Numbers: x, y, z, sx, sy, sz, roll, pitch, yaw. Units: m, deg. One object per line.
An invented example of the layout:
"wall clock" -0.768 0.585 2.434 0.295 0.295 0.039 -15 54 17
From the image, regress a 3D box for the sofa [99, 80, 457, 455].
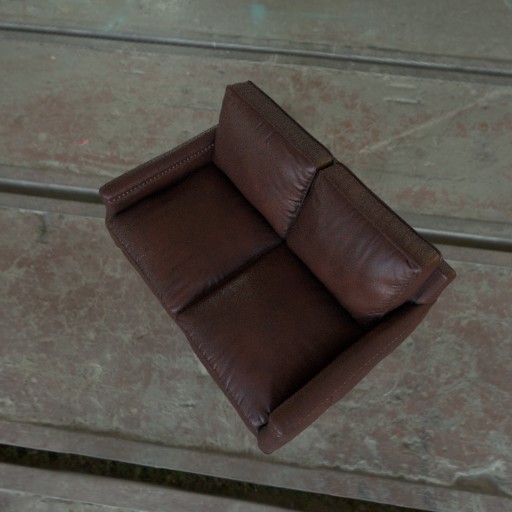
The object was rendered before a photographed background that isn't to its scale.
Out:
"sofa" 0.000 0.000 2.355 1.083 1.003 1.628 -34 67 -16
